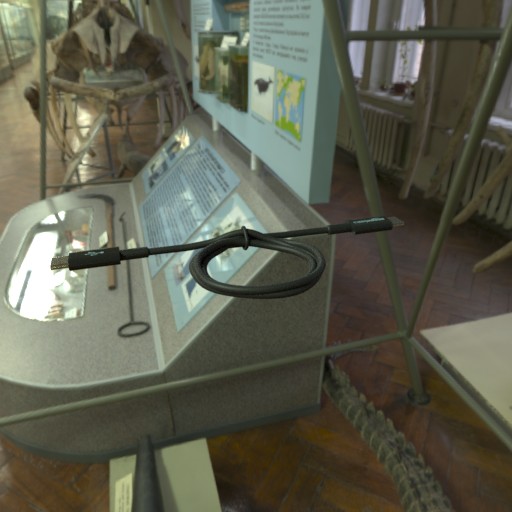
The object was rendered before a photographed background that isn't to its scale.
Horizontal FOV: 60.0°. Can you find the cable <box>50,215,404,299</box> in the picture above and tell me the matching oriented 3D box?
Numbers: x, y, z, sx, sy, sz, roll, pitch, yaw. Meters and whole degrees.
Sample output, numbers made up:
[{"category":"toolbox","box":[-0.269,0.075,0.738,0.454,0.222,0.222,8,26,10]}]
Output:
[{"category":"cable","box":[0.000,0.000,0.228,0.203,0.014,0.070,-8,28,-15]}]
